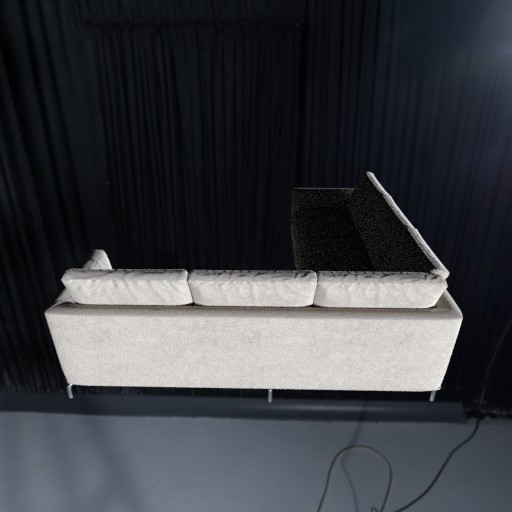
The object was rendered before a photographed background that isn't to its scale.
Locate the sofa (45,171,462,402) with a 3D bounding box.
[{"bbox_3d":[0.000,0.000,3.669,2.438,0.864,2.438,1,26,1],"label":"sofa"}]
